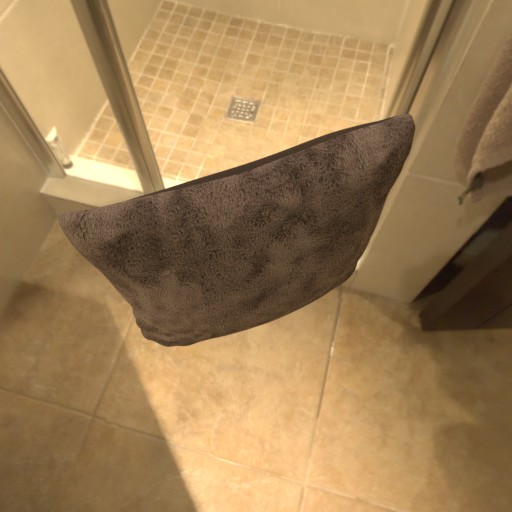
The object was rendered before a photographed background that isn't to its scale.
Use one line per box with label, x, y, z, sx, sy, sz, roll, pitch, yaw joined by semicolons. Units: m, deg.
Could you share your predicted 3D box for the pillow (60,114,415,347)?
pillow;0.000;0.000;0.812;0.522;0.520;0.204;-20;65;-10
